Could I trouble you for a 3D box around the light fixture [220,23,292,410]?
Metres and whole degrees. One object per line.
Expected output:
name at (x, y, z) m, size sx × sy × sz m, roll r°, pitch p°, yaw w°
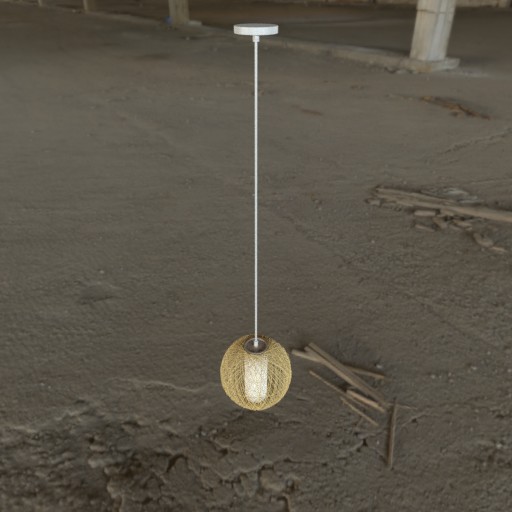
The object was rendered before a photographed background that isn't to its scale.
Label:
light fixture at (0.000, 0.000, 2.112) m, size 0.406 × 1.955 × 0.407 m, roll -20°, pitch 37°, yaw -29°
